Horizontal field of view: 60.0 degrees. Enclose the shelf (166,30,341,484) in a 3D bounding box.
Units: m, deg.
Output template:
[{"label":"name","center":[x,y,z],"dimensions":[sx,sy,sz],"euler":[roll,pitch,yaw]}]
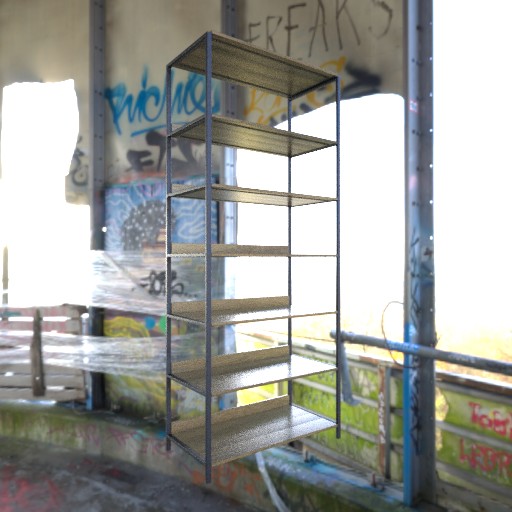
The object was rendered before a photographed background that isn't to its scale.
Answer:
[{"label":"shelf","center":[0.000,0.000,2.381],"dimensions":[0.847,2.015,0.431],"euler":[0,0,-36]}]
